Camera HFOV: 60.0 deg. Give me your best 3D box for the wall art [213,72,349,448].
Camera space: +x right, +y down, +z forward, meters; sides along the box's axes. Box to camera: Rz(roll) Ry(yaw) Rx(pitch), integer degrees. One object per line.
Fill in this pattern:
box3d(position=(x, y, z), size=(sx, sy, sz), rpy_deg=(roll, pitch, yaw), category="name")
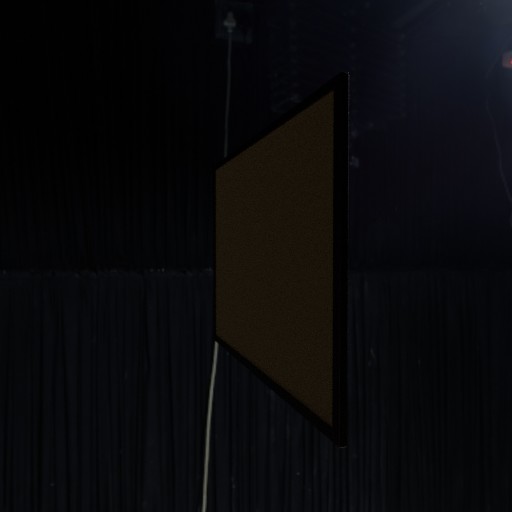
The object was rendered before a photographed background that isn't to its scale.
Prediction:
box3d(position=(0.000, 0.000, 1.046), size=(0.014, 0.559, 0.816), rpy_deg=(0, 1, -19), category="wall art")
